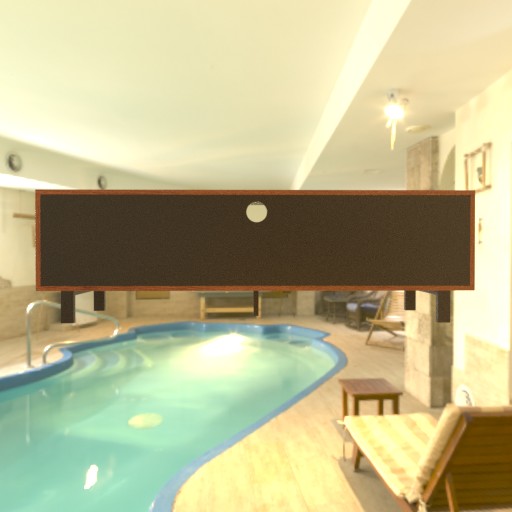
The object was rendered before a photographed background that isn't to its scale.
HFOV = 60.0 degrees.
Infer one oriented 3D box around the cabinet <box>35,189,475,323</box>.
[{"bbox_3d":[0.000,0.000,1.864,1.650,0.500,0.400,0,1,-1],"label":"cabinet"}]
